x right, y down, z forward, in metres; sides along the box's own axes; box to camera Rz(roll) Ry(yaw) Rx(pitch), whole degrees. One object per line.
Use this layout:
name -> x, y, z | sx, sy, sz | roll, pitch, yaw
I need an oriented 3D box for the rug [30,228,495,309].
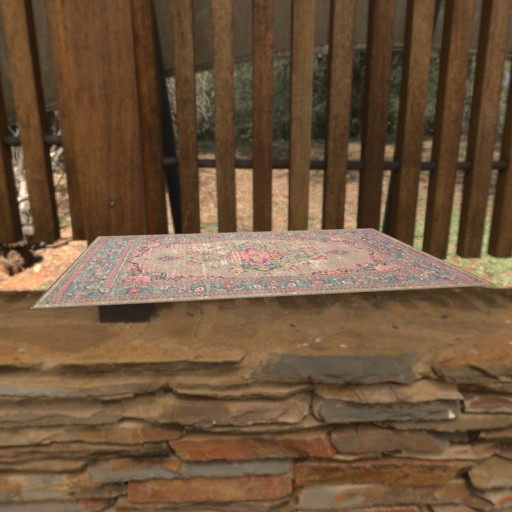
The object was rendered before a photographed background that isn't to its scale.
rug -> 0.000, 0.000, 3.669 | 2.890, 0.013, 2.005 | -2, 14, -8
